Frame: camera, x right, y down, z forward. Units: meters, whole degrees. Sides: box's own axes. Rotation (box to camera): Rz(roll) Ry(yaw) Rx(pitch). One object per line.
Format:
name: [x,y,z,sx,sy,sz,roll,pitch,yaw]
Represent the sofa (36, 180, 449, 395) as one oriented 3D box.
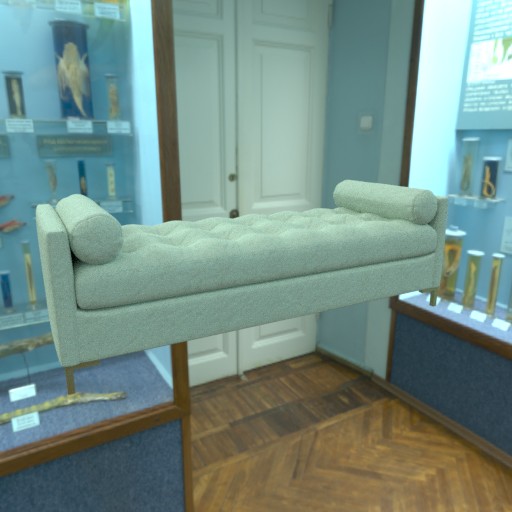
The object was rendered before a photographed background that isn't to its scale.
sofa: [0.000,0.000,2.422,2.102,0.705,0.796,-8,17,-27]
